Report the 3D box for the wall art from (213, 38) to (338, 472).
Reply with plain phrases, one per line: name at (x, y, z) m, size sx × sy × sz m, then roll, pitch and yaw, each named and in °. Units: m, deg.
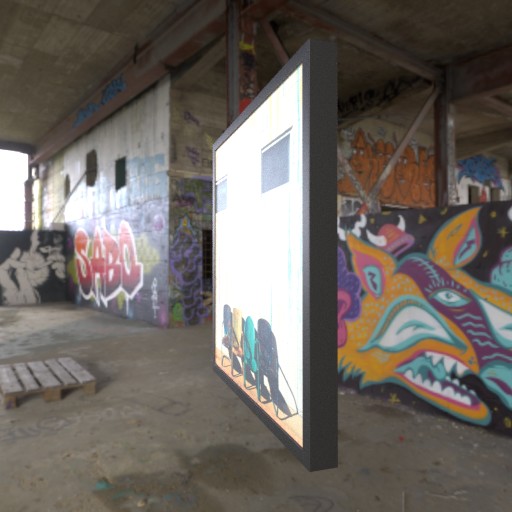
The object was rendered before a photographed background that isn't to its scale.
wall art at (0.000, 0.000, 0.762) m, size 0.037 × 0.506 × 0.506 m, roll 0°, pitch -1°, yaw -18°
